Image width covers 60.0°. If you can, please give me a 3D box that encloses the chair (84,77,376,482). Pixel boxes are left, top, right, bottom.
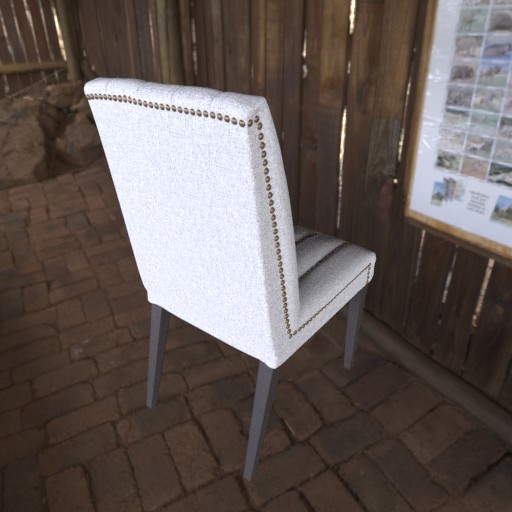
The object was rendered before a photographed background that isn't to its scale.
[{"bbox_3d":[0.000,0.000,1.307,0.511,1.016,0.647,21,35,33],"label":"chair"}]
